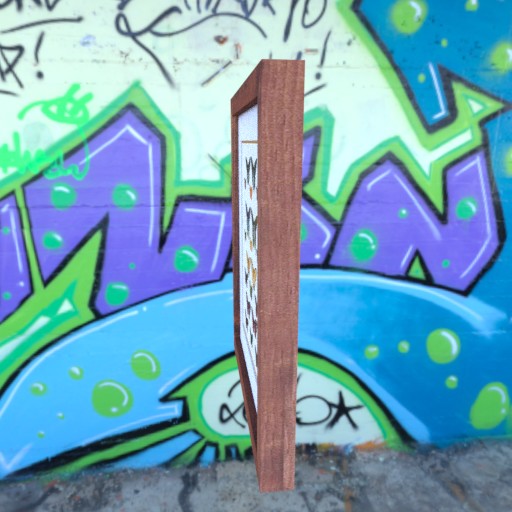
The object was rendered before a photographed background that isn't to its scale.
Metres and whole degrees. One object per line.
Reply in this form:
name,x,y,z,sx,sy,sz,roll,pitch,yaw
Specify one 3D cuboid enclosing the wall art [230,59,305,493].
wall art,0.000,0.000,0.623,0.039,0.449,0.377,-2,15,-7
